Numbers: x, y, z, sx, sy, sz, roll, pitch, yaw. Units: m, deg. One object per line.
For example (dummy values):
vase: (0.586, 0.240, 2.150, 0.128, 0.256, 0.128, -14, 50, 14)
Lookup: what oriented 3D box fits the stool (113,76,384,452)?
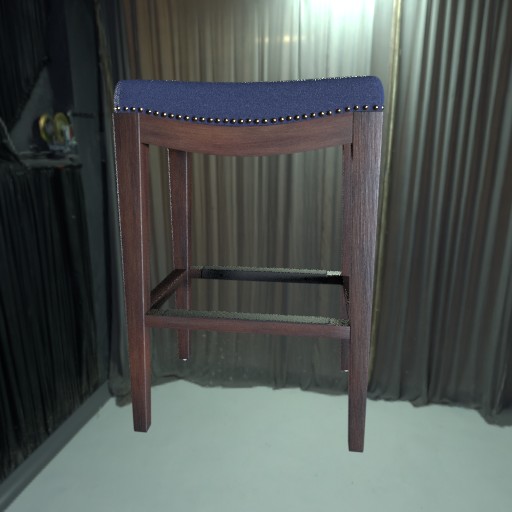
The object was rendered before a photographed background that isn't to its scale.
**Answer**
stool: (0.000, 0.000, 1.022, 0.498, 0.740, 0.358, 2, 16, 8)
